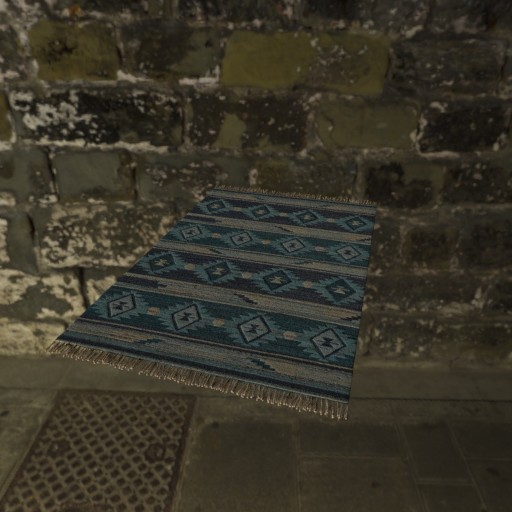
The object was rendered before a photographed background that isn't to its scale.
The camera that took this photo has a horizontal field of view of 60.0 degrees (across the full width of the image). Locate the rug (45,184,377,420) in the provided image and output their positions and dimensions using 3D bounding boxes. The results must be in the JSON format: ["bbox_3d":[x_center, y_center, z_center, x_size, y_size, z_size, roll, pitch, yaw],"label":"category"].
[{"bbox_3d":[0.000,0.000,2.393,1.181,0.028,1.936,8,30,14],"label":"rug"}]
